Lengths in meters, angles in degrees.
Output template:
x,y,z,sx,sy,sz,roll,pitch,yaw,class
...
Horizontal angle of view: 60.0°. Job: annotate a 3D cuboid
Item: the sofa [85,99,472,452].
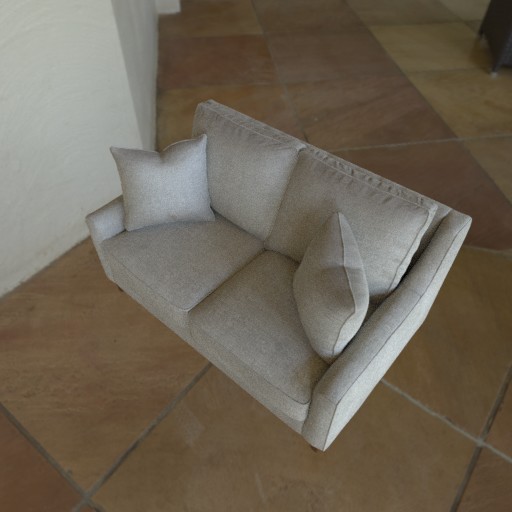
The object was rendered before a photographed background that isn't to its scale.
x,y,z,sx,sy,sz,roll,pitch,yaw,class
0.000,0.000,2.011,1.422,0.863,0.915,32,55,26,sofa
